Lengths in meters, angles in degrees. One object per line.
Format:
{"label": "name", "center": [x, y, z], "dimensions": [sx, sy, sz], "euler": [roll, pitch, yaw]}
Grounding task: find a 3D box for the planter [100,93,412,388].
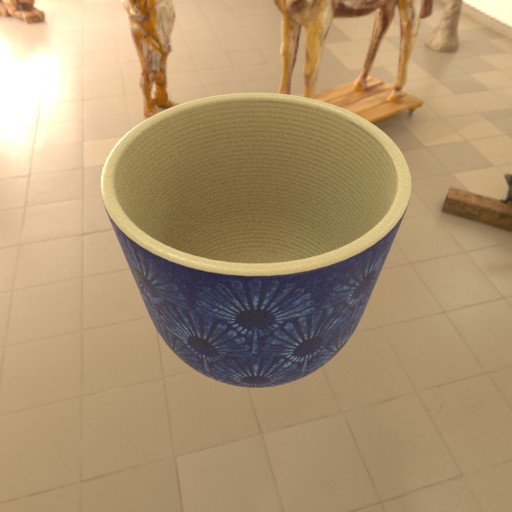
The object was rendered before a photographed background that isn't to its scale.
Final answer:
{"label": "planter", "center": [0.000, 0.000, 0.302], "dimensions": [0.170, 0.153, 0.170], "euler": [0, 46, 0]}
